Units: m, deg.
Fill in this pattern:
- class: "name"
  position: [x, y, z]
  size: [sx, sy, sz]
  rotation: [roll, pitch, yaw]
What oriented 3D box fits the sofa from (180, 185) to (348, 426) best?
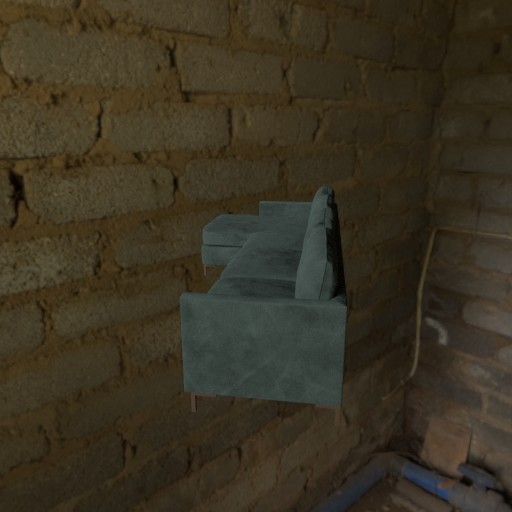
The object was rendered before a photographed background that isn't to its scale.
- class: "sofa"
  position: [0.000, 0.000, 4.063]
  size: [1.500, 0.967, 3.400]
  rotation: [3, 16, 9]
